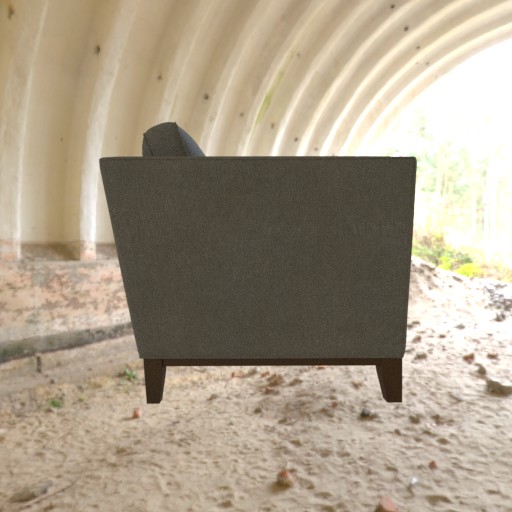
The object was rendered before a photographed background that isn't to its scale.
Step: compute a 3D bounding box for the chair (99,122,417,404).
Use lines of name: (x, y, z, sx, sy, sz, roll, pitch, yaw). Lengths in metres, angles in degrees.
chair: (0.000, 0.000, 2.022, 0.965, 0.942, 1.396, 0, 0, -1)
